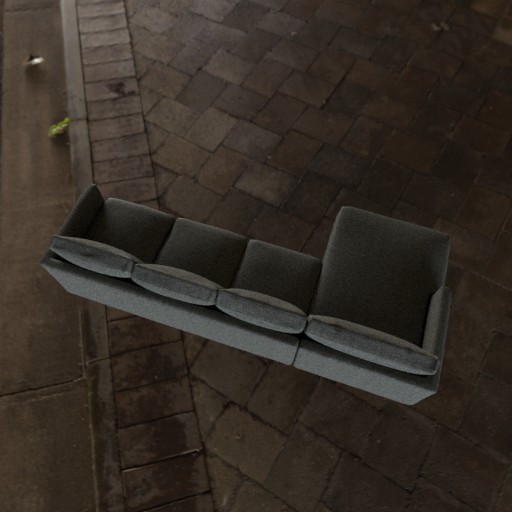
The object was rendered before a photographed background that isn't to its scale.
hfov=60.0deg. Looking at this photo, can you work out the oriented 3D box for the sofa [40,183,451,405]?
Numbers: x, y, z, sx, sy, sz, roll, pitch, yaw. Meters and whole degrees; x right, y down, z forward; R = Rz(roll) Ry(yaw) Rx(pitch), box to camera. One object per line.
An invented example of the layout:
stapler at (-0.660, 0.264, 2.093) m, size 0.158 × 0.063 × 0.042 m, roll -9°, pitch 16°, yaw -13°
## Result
sofa at (0.000, 0.000, 4.180) m, size 3.485 × 0.960 × 1.635 m, roll 17°, pitch 64°, yaw 8°
